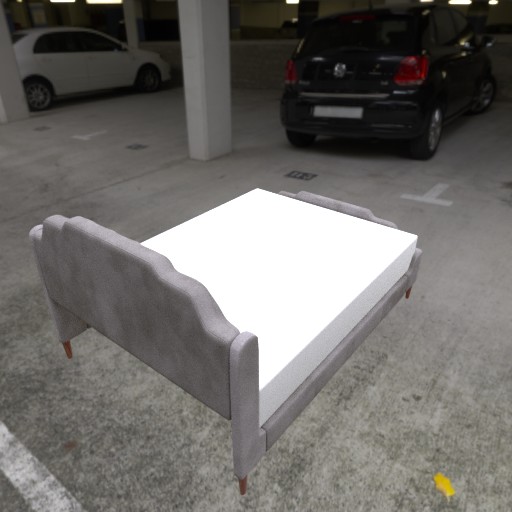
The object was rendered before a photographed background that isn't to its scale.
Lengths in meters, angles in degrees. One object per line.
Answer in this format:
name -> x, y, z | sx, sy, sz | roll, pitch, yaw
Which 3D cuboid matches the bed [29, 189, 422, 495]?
bed -> 0.000, 0.000, 3.203 | 1.676, 1.245, 2.340 | 22, 37, 32
